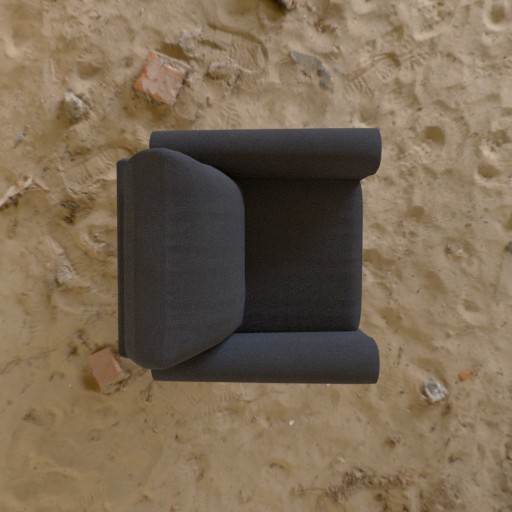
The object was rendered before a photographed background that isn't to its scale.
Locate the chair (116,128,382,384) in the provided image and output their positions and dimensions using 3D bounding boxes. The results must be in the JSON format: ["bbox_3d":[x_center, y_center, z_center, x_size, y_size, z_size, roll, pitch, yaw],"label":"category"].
[{"bbox_3d":[0.000,0.000,1.614,0.828,0.942,0.867,0,92,0],"label":"chair"}]
